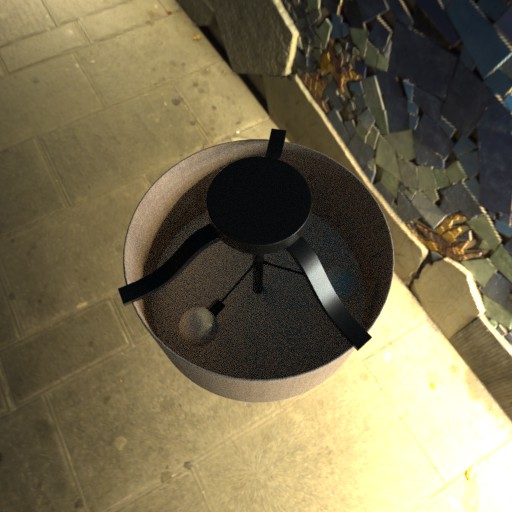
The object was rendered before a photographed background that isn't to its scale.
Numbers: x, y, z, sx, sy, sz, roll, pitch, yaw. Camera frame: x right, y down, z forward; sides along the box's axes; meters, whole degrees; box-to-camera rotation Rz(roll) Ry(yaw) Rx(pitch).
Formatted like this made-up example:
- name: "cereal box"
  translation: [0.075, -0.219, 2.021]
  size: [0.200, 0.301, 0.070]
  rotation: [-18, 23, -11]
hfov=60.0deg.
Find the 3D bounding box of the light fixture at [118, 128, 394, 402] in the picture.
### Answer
- name: "light fixture"
  translation: [0.000, 0.000, 0.660]
  size: [0.390, 0.306, 0.390]
  rotation: [0, 64, 0]
